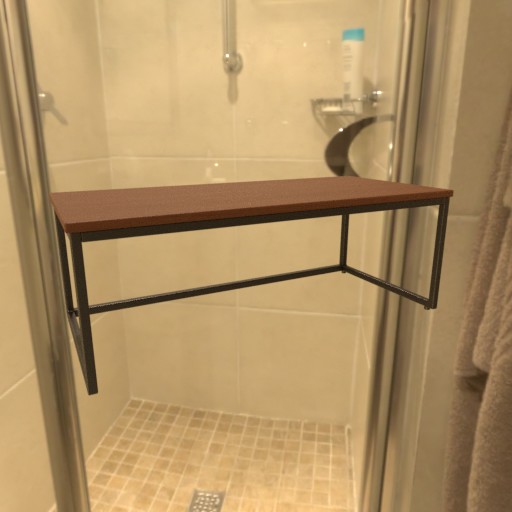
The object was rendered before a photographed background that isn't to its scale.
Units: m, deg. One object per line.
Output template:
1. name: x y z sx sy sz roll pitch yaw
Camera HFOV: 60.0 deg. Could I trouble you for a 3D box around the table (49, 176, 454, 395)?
1. table: 0.000 0.000 1.375 1.100 0.400 0.500 -8 18 -26
